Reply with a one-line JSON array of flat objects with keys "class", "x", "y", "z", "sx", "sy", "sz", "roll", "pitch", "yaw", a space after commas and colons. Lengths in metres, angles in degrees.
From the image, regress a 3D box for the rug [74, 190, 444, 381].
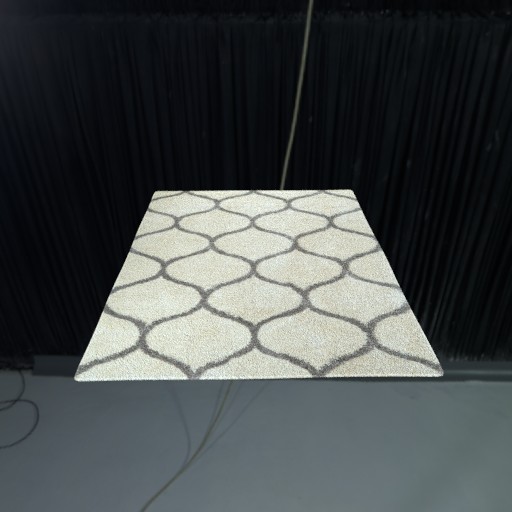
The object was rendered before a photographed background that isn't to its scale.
[{"class": "rug", "x": 0.000, "y": 0.000, "z": 4.125, "sx": 2.399, "sy": 0.026, "sz": 3.000, "roll": -1, "pitch": 32, "yaw": -1}]
